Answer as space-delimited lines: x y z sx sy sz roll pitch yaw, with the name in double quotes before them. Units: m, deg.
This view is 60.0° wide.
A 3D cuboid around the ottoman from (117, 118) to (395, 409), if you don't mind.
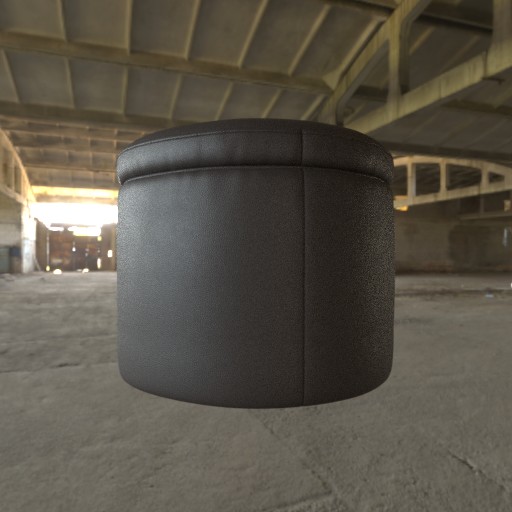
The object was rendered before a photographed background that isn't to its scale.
"ottoman" 0.000 0.000 0.833 0.500 0.409 0.500 0 0 0
